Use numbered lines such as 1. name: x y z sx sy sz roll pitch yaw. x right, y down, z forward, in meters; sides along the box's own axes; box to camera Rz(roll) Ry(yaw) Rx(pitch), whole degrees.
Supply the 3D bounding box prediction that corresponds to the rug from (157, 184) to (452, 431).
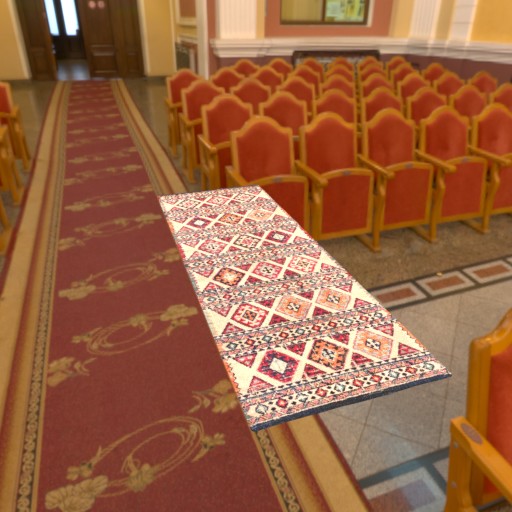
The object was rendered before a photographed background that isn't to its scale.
1. rug: 0.000 0.000 2.594 0.832 0.008 2.362 -9 30 -16
